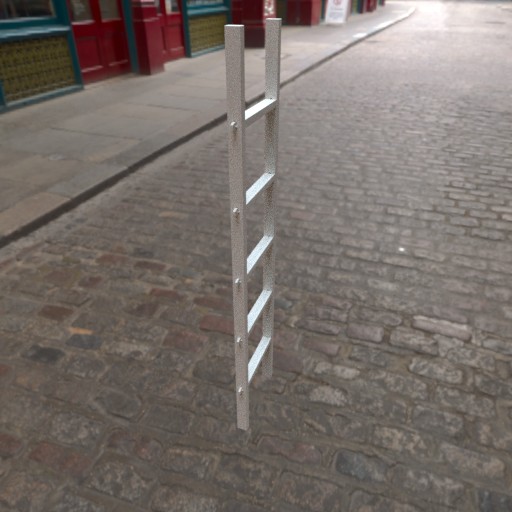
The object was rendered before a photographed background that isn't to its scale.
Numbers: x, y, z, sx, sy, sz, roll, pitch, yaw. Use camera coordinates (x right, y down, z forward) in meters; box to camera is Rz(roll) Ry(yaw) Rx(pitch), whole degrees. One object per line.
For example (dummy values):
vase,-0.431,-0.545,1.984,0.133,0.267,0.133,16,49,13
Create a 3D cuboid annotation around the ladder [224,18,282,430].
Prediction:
ladder,0.000,0.000,1.921,0.051,1.797,0.452,11,33,17
